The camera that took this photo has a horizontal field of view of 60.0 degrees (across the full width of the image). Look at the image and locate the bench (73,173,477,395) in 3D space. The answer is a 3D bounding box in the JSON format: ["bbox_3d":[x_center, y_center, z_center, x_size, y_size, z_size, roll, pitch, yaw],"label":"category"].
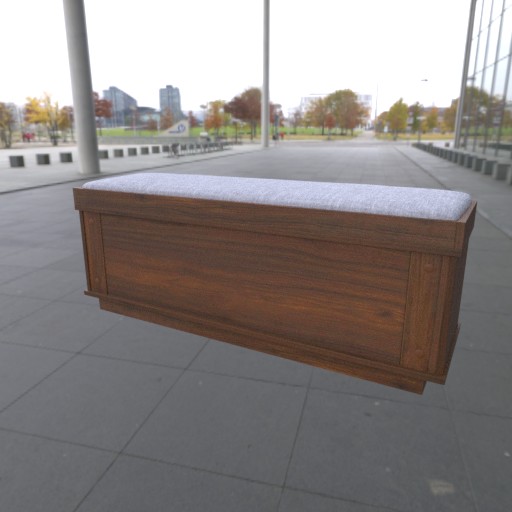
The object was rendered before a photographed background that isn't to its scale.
[{"bbox_3d":[0.000,0.000,1.403,1.196,0.468,0.367,9,18,28],"label":"bench"}]
